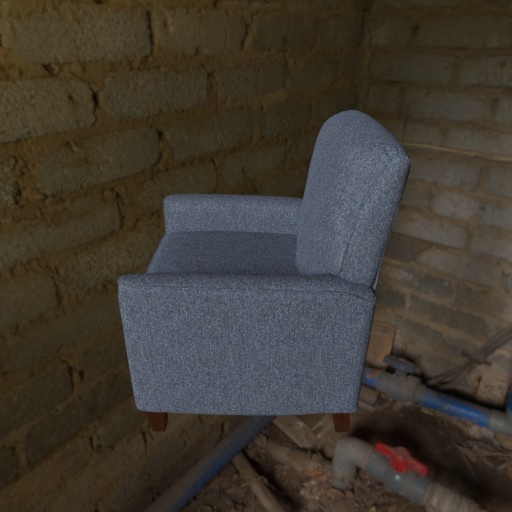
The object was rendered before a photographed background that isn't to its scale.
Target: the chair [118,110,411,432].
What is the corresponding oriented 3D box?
[{"bbox_3d":[0.000,0.000,1.668,0.850,1.016,0.839,0,26,0],"label":"chair"}]
